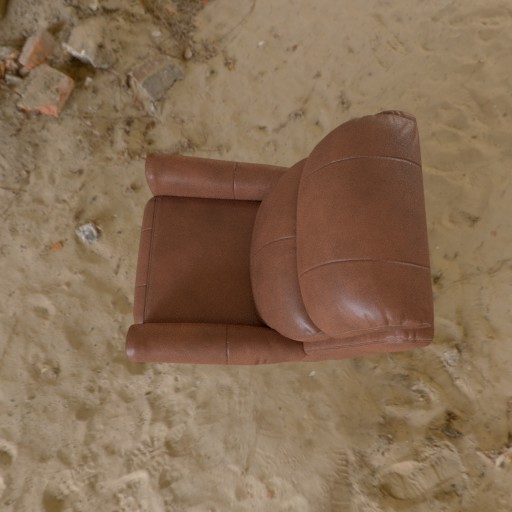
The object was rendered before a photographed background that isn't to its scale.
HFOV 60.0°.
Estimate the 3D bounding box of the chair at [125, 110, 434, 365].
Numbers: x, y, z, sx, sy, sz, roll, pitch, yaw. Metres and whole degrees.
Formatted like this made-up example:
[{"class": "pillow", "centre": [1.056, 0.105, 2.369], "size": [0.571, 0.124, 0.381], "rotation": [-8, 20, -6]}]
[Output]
[{"class": "chair", "centre": [0.000, 0.000, 1.748], "size": [1.014, 1.054, 0.838], "rotation": [2, 74, 0]}]
